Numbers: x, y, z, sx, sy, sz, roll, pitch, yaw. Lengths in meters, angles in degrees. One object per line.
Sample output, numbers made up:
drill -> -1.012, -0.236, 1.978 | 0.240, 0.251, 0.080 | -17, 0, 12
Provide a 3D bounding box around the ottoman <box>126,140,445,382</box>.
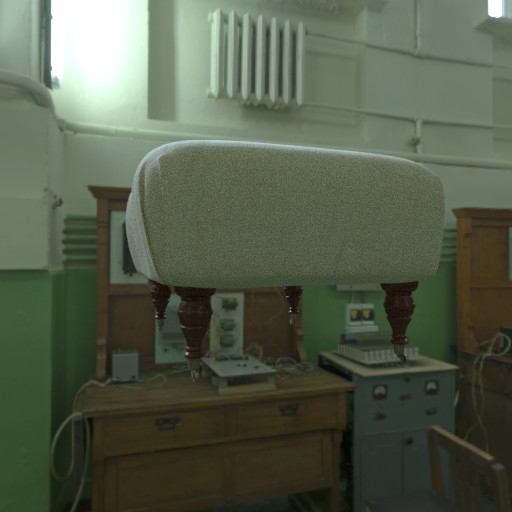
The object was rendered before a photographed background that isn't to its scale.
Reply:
ottoman -> 0.000, 0.000, 1.127 | 0.622, 0.450, 0.747 | 0, -1, -18
